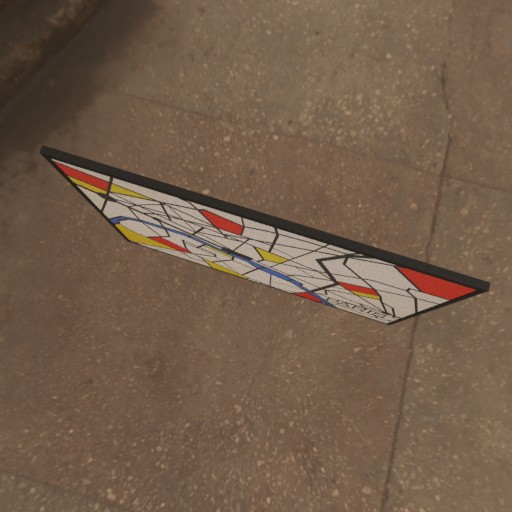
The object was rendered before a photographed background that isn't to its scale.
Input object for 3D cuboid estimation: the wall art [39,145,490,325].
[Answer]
[{"bbox_3d":[0.000,0.000,0.847,0.664,0.458,0.013,18,76,4],"label":"wall art"}]
